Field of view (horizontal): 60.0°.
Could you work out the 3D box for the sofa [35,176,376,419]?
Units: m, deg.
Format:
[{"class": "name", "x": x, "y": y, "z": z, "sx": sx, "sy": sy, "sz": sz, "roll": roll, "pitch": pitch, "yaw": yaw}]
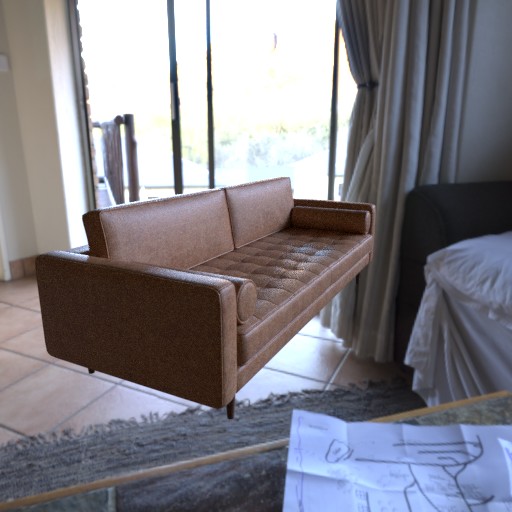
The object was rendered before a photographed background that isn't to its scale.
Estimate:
[{"class": "sofa", "x": 0.000, "y": 0.000, "z": 2.574, "sx": 0.919, "sy": 0.770, "sz": 2.200, "roll": 7, "pitch": 16, "yaw": 26}]
